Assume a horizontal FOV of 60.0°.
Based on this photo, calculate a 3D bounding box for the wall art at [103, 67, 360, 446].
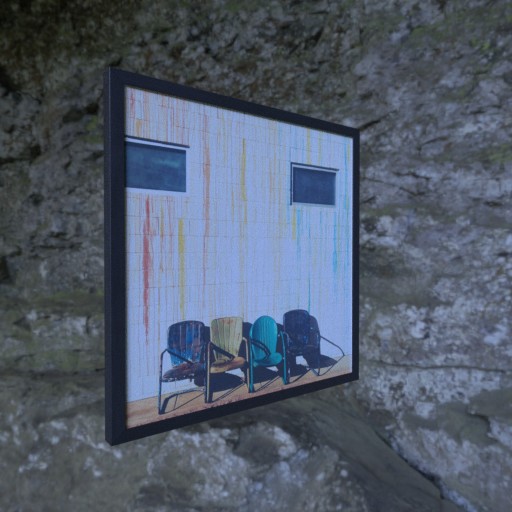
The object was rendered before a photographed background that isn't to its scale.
[{"bbox_3d":[0.000,0.000,1.135,0.763,0.763,0.039,-1,1,-37],"label":"wall art"}]
